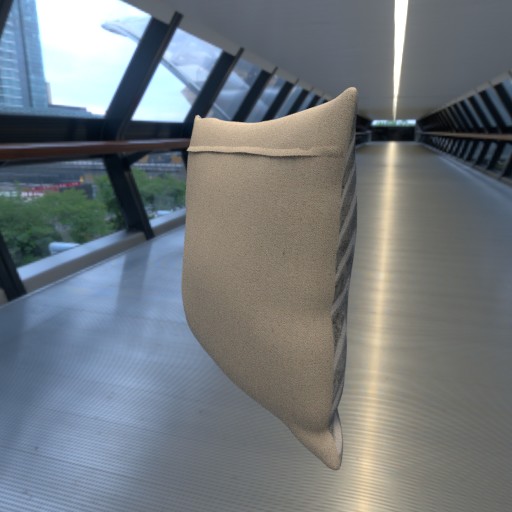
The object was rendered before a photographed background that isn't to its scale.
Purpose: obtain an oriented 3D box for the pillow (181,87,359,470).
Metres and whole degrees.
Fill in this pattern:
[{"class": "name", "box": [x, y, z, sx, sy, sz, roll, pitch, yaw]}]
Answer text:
[{"class": "pillow", "box": [0.000, 0.000, 0.670, 0.182, 0.441, 0.440, -8, 16, -28]}]
